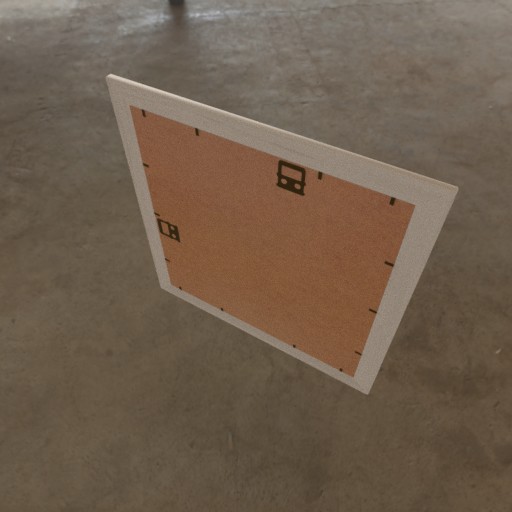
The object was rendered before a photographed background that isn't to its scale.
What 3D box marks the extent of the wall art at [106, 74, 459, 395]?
[{"bbox_3d":[0.000,0.000,0.868,0.584,0.584,0.013,24,53,20],"label":"wall art"}]
